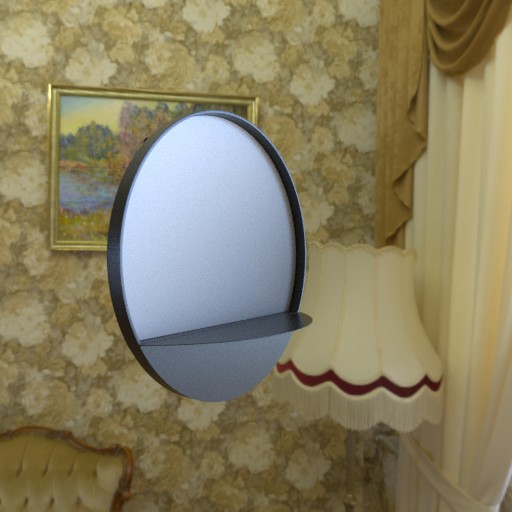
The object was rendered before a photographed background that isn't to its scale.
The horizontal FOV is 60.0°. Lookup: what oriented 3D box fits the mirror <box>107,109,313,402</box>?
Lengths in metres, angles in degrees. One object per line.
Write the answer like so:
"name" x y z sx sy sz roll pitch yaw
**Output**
"mirror" 0.000 0.000 0.695 0.133 0.457 0.457 0 0 36
